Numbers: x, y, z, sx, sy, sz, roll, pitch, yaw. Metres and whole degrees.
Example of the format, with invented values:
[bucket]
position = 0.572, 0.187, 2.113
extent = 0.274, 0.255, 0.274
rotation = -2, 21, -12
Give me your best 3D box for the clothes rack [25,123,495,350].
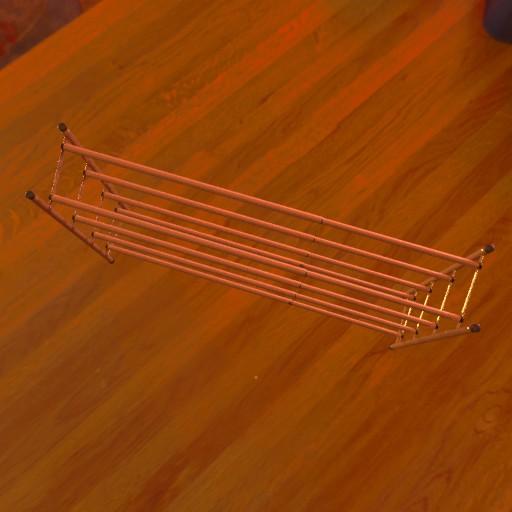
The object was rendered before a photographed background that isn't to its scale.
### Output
[clothes rack]
position = 0.000, 0.000, 1.431
extent = 1.168, 0.672, 0.229
rotation = 17, 75, 4
